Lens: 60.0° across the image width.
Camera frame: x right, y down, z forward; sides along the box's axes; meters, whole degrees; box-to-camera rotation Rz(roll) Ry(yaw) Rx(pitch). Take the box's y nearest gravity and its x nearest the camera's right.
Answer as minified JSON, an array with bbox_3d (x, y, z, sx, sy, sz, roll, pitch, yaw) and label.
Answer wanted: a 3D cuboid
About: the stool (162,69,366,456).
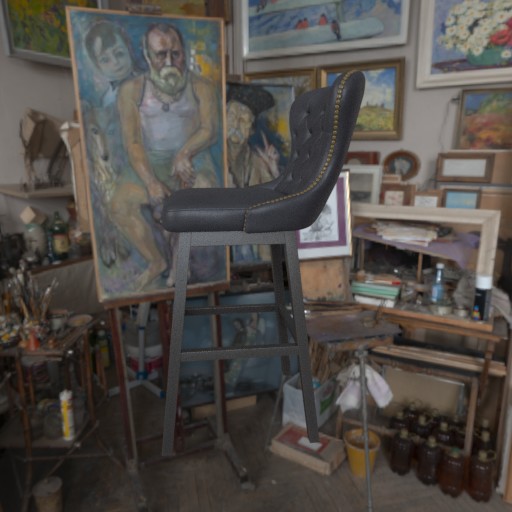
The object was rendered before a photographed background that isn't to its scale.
[{"bbox_3d":[0.000,0.000,1.393,0.601,1.050,0.528,-2,14,-7],"label":"stool"}]
